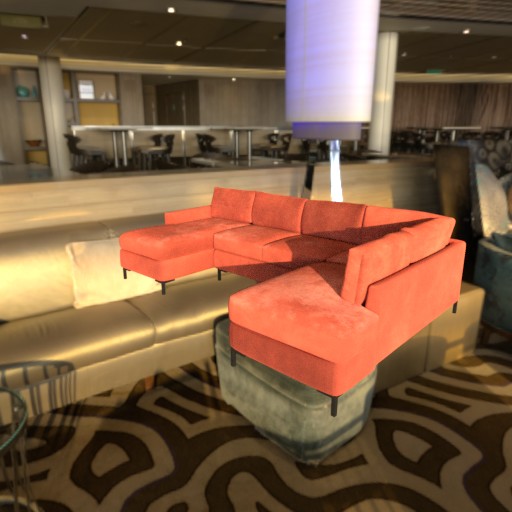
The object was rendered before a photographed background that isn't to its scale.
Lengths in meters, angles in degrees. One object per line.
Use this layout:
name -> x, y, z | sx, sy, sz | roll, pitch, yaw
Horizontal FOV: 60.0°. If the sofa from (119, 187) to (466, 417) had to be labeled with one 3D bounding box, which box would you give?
sofa -> 0.000, 0.000, 3.911 | 2.971, 0.858, 1.981 | 14, 21, 41
